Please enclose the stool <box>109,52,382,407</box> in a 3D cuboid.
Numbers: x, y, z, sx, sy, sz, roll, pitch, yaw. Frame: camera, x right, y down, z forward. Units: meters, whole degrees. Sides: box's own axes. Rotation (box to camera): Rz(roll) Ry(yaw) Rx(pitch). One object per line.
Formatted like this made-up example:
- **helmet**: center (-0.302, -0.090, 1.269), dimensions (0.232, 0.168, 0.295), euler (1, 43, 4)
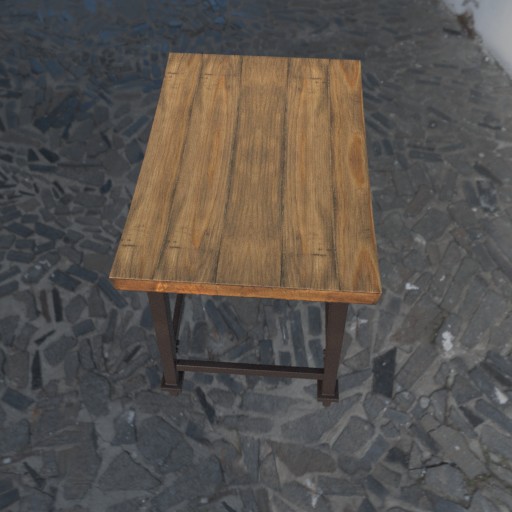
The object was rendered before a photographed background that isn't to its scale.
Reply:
- **stool**: center (0.000, 0.000, 0.948), dimensions (0.405, 0.625, 0.486), euler (3, 59, 2)
